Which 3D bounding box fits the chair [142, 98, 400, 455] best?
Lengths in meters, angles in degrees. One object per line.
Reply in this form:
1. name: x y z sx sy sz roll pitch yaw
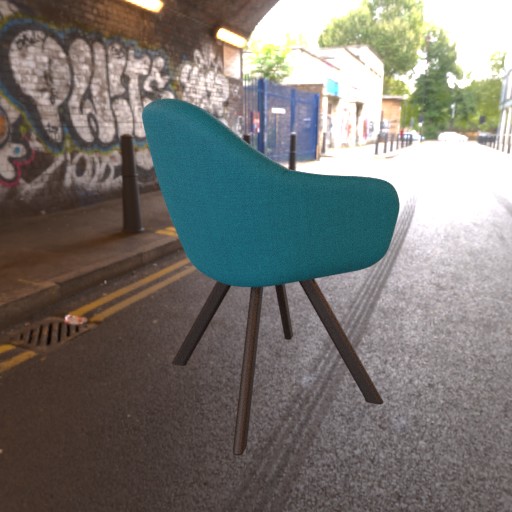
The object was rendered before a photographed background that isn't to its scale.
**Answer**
1. chair: 0.000 0.000 1.208 0.550 0.795 0.590 -8 18 -26
